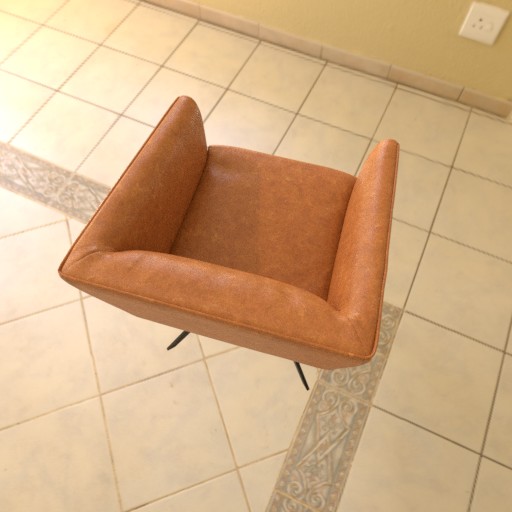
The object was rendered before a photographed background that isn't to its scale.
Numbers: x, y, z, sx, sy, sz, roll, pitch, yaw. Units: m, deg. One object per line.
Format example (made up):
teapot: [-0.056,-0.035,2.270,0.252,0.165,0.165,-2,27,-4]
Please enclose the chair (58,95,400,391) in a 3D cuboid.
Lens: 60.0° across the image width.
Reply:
chair: [0.000,0.000,1.219,0.588,0.760,0.625,14,65,7]
